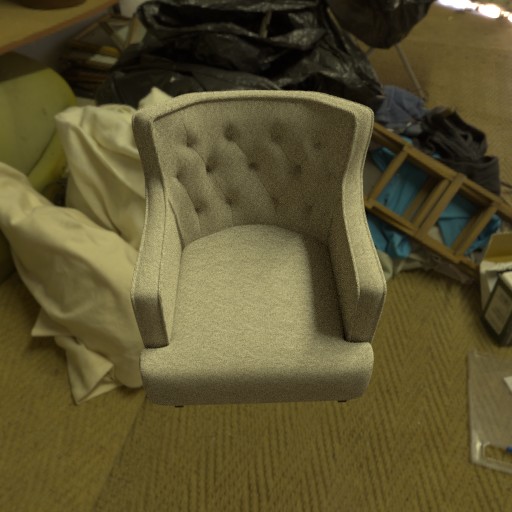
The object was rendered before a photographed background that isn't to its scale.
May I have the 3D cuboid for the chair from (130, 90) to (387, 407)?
[{"bbox_3d":[0.000,0.000,1.694,0.820,0.920,0.910,-1,46,-1],"label":"chair"}]
